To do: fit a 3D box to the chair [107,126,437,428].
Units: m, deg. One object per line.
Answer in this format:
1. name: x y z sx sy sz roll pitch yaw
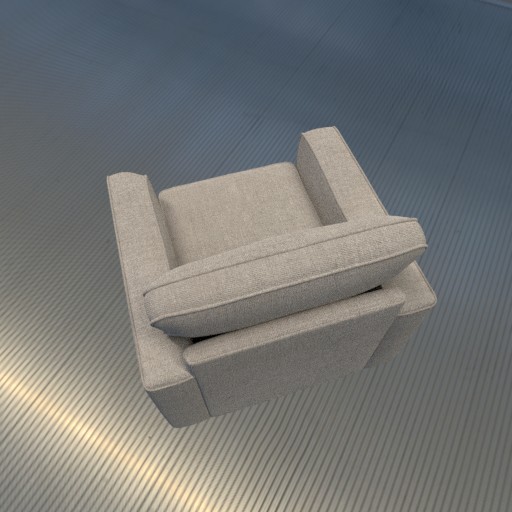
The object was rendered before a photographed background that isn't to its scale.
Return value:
1. chair: 0.000 0.000 1.771 1.015 0.965 0.939 -15 59 -9
